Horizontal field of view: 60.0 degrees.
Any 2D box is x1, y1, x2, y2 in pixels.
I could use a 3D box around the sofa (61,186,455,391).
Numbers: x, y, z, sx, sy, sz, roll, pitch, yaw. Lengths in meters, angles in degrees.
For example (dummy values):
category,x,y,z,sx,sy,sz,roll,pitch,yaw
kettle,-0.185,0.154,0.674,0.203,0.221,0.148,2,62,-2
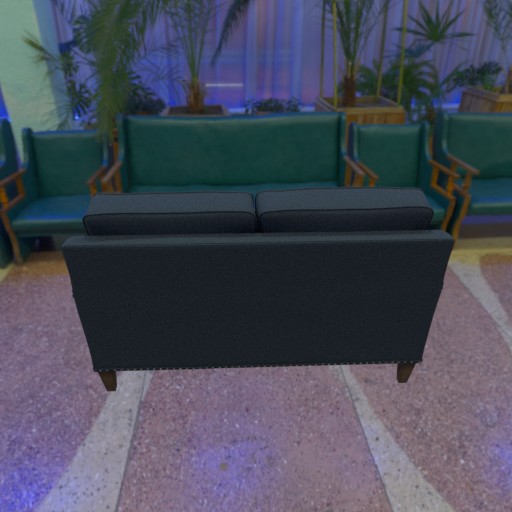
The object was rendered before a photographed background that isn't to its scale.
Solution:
category,x,y,z,sx,sy,sz,roll,pitch,yaw
sofa,0.000,0.000,2.310,1.597,1.003,1.084,-1,29,-2
